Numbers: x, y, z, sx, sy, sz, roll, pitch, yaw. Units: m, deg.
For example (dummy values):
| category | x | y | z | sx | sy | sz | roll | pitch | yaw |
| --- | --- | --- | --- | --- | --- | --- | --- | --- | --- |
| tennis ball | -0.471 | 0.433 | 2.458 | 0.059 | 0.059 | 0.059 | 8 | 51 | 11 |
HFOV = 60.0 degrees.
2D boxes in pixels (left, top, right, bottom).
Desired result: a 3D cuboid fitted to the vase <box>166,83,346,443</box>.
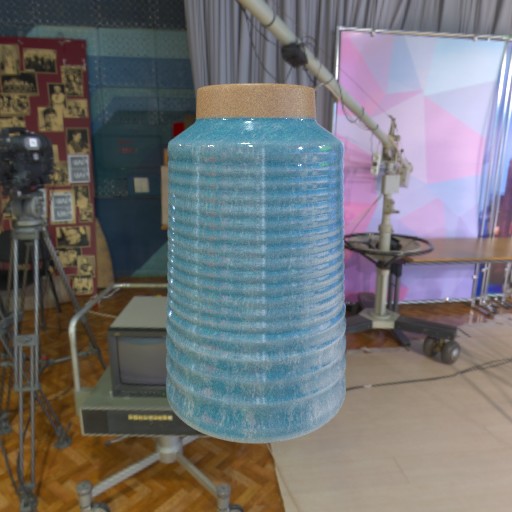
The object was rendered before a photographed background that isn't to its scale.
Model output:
| category | x | y | z | sx | sy | sz | roll | pitch | yaw |
| --- | --- | --- | --- | --- | --- | --- | --- | --- | --- |
| vase | 0.000 | 0.000 | 0.378 | 0.163 | 0.267 | 0.163 | 0 | 16 | 0 |
